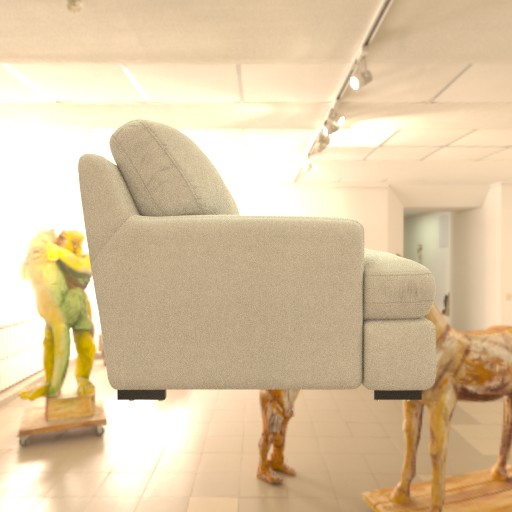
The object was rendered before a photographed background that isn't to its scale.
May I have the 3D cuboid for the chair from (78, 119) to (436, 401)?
[{"bbox_3d":[0.000,0.000,1.932,1.158,0.930,1.140,0,1,0],"label":"chair"}]
